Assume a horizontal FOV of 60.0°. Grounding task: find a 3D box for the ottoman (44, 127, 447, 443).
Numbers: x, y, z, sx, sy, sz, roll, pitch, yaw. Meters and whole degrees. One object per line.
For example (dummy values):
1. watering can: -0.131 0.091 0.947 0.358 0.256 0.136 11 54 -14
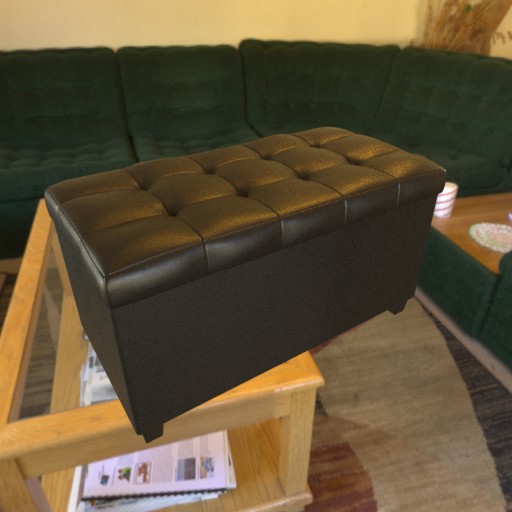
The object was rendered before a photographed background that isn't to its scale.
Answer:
1. ottoman: 0.000 0.000 1.110 0.838 0.470 0.432 -19 37 -28
